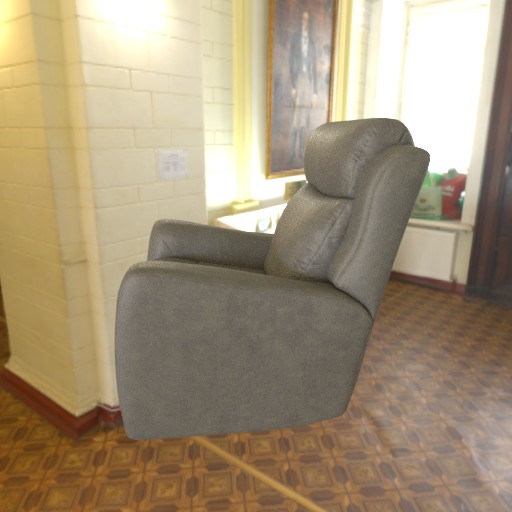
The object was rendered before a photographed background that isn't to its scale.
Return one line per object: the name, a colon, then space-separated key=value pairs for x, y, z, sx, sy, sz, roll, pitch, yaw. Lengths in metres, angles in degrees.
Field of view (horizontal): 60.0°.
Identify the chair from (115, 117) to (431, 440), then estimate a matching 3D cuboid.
chair: x=0.000 y=0.000 z=1.893 sx=1.068 sy=1.116 sz=0.965 roll=-2 pitch=15 yaw=-6
